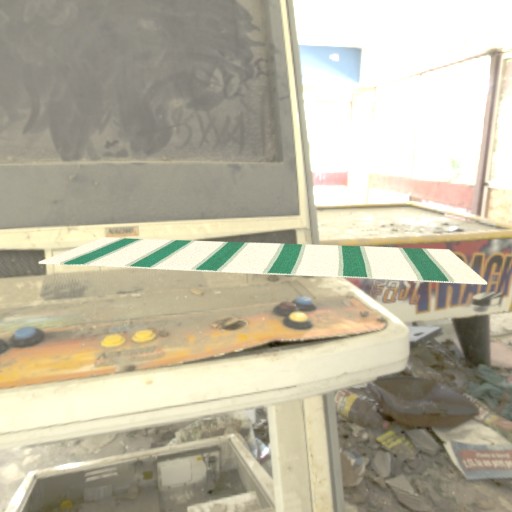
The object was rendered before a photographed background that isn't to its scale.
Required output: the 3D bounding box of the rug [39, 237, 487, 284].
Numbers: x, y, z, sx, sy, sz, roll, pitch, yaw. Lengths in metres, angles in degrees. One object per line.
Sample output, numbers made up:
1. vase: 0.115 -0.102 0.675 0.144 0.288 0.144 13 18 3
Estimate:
1. rug: 0.000 0.000 2.743 2.438 0.012 0.768 2 14 10
